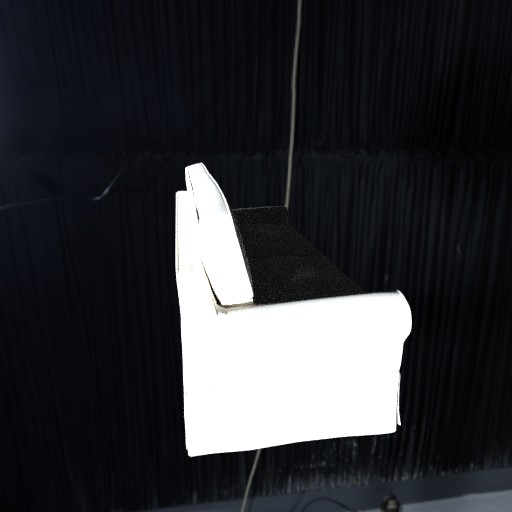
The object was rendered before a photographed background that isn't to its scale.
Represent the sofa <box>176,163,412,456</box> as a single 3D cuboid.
[{"bbox_3d":[0.000,0.000,2.492,0.862,0.937,2.021,-3,17,-9],"label":"sofa"}]
